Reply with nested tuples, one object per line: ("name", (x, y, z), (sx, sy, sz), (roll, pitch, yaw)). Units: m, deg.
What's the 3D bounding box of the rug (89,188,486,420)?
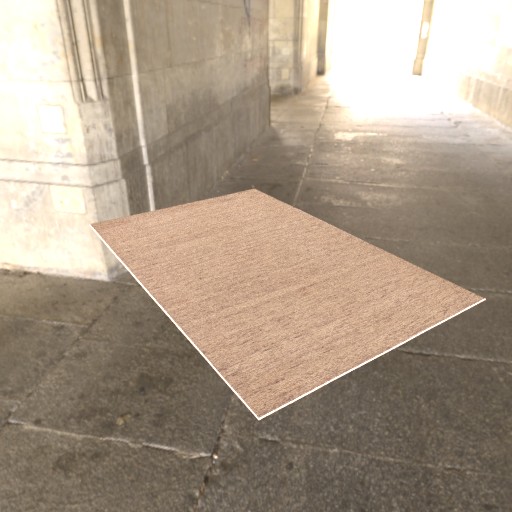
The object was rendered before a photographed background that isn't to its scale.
("rug", (0.000, 0.000, 2.346), (1.225, 0.013, 1.840), (-17, 32, -30))
